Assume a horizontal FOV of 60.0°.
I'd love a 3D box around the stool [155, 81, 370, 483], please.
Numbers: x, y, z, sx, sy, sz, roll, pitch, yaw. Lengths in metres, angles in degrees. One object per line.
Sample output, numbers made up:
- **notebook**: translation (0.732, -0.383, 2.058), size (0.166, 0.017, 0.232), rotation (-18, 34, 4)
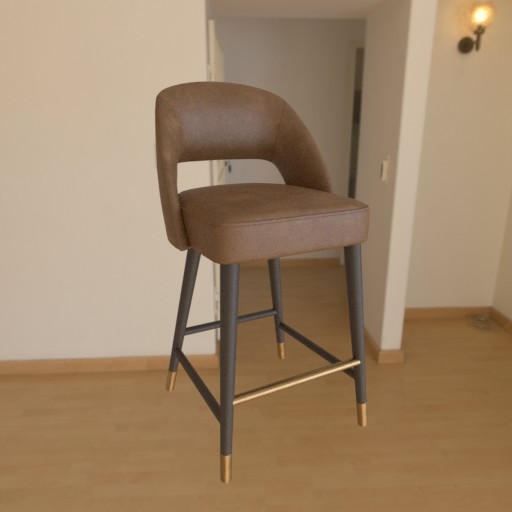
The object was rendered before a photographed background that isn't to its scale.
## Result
- **stool**: translation (0.000, 0.000, 1.233), size (0.494, 0.940, 0.509), rotation (-9, 19, -27)
